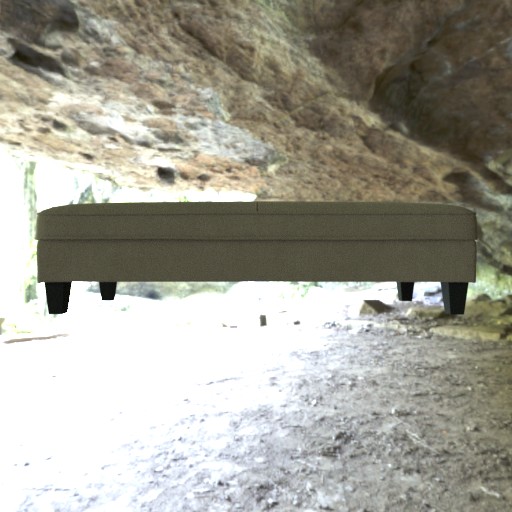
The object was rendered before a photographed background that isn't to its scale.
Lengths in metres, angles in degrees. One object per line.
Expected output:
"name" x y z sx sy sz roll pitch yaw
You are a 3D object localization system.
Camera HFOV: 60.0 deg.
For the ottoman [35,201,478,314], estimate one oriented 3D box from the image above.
"ottoman" 0.000 0.000 2.042 1.726 0.460 0.735 0 -1 0
